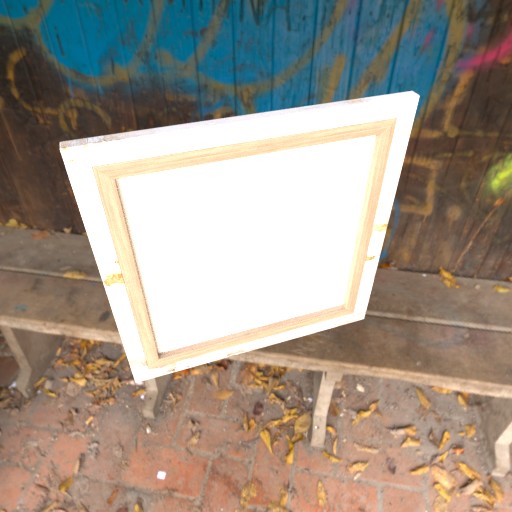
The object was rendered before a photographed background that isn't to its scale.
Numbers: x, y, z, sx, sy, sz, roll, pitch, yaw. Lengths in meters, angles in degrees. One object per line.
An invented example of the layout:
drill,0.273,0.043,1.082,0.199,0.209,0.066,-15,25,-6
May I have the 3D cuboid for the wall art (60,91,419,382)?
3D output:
wall art,0.000,0.000,1.545,1.015,1.018,0.040,-13,43,-14
